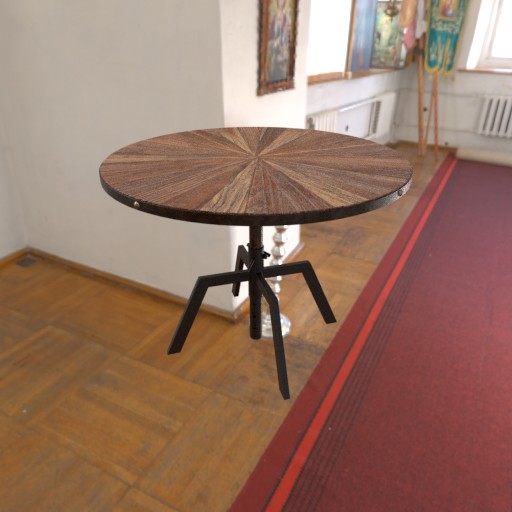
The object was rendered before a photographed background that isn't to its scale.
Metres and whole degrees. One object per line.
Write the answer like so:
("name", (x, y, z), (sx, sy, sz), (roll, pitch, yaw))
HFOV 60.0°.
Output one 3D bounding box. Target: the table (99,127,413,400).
("table", (0.000, 0.000, 1.459), (0.885, 0.658, 0.885), (0, 28, 0))
